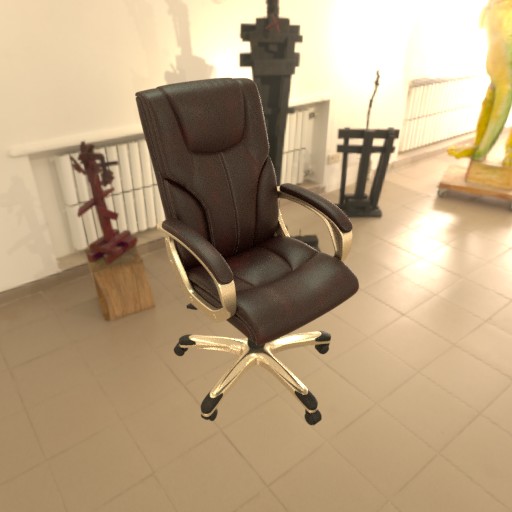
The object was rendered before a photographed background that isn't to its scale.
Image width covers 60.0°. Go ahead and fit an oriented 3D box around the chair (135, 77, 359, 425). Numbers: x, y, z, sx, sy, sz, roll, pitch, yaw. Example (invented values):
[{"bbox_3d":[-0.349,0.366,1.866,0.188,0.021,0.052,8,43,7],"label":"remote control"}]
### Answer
[{"bbox_3d":[0.000,0.000,1.598,0.662,1.107,0.739,-22,37,-32],"label":"chair"}]
